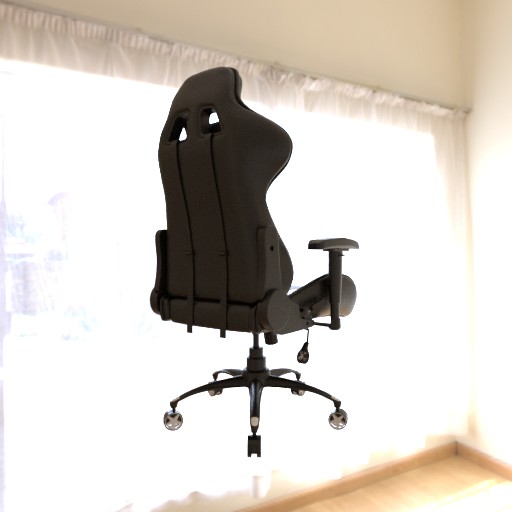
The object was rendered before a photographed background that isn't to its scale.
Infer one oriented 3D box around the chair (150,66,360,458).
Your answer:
[{"bbox_3d":[0.000,0.000,1.749,0.730,1.285,0.695,1,1,36],"label":"chair"}]
